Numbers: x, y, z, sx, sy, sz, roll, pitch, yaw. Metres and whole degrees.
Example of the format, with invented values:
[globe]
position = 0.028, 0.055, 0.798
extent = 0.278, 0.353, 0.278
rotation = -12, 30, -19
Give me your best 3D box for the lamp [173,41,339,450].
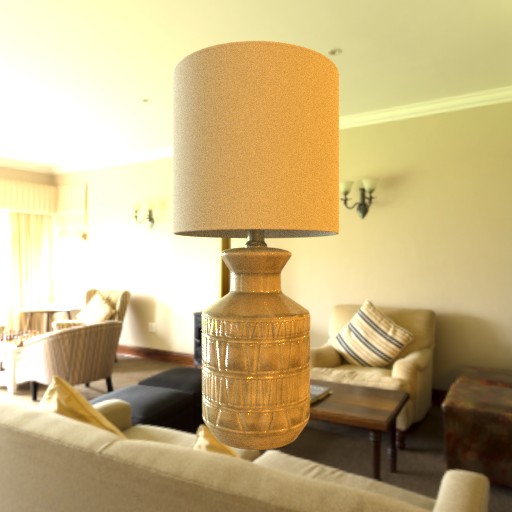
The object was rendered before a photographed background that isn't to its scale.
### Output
[lamp]
position = 0.000, 0.000, 0.573
extent = 0.211, 0.455, 0.211
rotation = 0, 0, -17
